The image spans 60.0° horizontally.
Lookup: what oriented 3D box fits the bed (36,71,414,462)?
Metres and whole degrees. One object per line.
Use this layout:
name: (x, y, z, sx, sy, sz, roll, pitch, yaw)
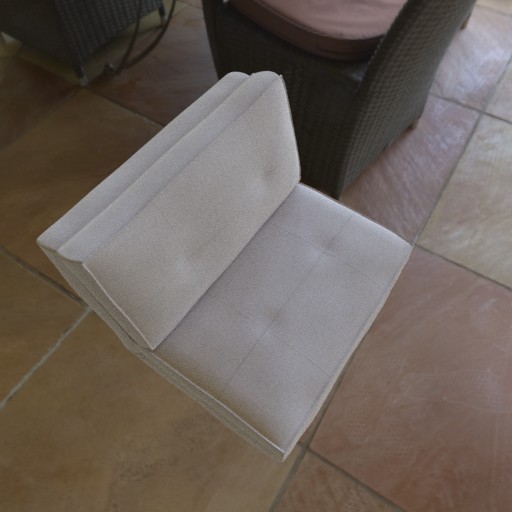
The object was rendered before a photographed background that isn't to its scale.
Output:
bed: (0.000, 0.000, 1.301, 0.749, 0.614, 0.799, 31, 63, 18)
